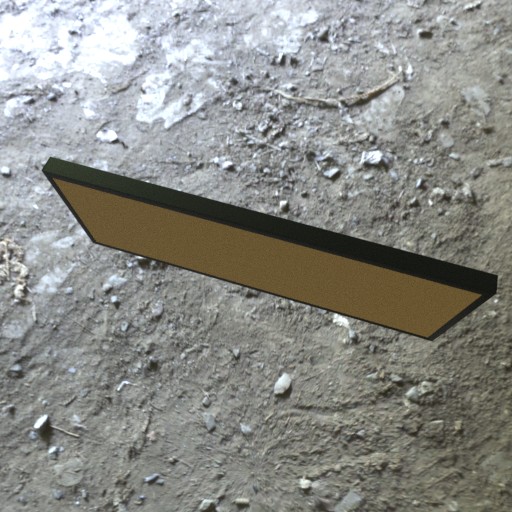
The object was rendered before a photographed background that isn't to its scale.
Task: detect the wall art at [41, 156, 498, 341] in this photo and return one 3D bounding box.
[{"bbox_3d":[0.000,0.000,0.947,0.860,0.303,0.037,16,65,7],"label":"wall art"}]
